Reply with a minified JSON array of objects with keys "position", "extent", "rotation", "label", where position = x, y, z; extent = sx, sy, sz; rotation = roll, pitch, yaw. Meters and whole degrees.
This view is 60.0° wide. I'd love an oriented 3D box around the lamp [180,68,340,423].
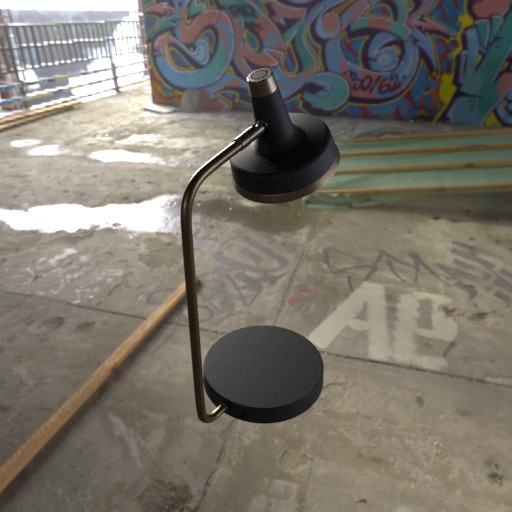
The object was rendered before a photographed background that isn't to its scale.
[{"position":[0.000,0.000,0.495],"extent":[0.162,0.385,0.218],"rotation":[20,35,31],"label":"lamp"}]
